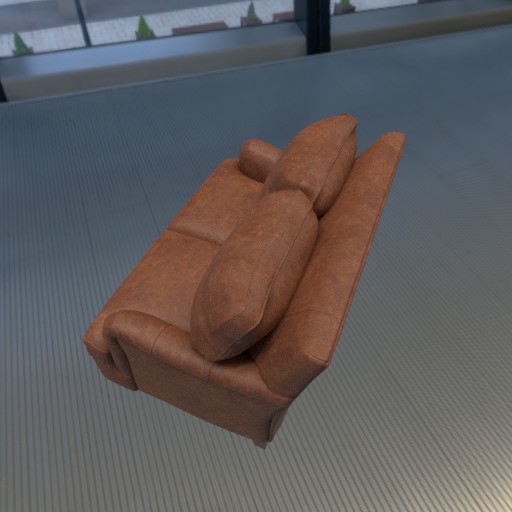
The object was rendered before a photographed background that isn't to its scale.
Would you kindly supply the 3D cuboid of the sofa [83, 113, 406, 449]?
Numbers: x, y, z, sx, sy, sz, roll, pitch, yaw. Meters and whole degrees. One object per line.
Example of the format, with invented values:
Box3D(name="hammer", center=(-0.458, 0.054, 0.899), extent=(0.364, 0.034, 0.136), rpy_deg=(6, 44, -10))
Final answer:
Box3D(name="sofa", center=(0.000, 0.000, 2.241), extent=(1.077, 1.004, 1.527), rpy_deg=(17, 49, 15))
